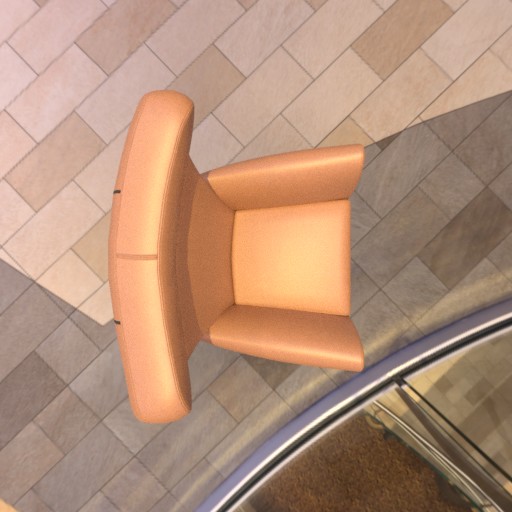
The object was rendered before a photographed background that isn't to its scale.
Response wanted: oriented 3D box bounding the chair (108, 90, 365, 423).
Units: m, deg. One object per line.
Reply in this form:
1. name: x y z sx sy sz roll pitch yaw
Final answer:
1. chair: 0.000 0.000 1.759 0.900 1.050 0.980 0 90 1
